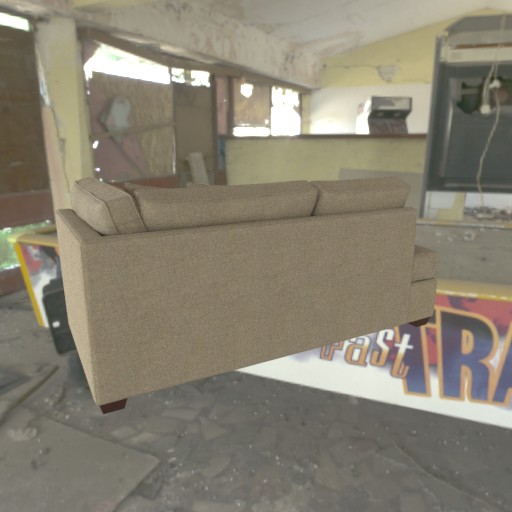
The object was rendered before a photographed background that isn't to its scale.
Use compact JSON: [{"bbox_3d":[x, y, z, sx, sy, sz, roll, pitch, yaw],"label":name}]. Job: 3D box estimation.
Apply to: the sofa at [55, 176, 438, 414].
[{"bbox_3d":[0.000,0.000,2.858,2.238,1.019,1.110,-8,16,-28],"label":"sofa"}]
